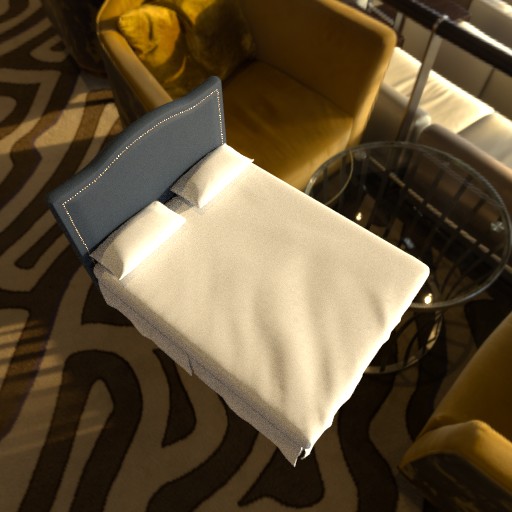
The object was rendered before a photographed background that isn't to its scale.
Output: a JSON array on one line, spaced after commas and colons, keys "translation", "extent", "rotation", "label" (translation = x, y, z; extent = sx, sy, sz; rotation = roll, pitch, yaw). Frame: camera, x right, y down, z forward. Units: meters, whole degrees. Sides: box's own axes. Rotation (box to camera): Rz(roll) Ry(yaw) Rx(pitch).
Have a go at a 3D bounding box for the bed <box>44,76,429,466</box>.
[{"translation": [0.000, 0.000, 3.434], "extent": [2.282, 1.436, 1.821], "rotation": [34, 63, 20], "label": "bed"}]
